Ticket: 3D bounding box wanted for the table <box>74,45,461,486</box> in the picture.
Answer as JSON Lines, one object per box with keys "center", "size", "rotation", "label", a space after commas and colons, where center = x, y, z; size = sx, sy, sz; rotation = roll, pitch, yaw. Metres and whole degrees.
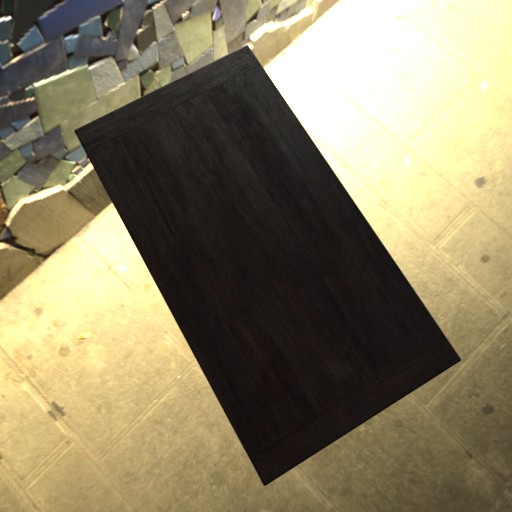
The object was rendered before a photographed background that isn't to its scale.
{"center": [0.000, 0.000, 1.641], "size": [0.700, 0.494, 1.270], "rotation": [-29, 78, -7], "label": "table"}
